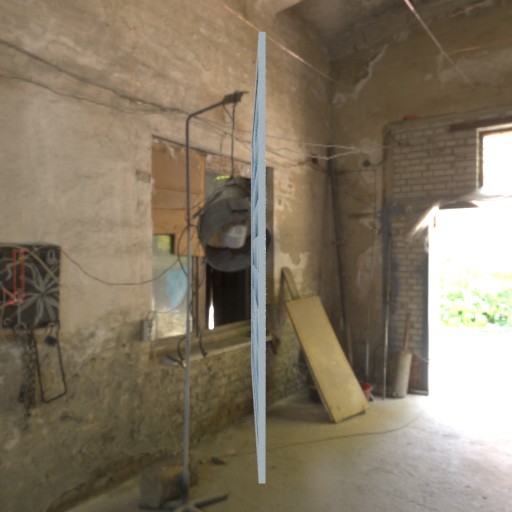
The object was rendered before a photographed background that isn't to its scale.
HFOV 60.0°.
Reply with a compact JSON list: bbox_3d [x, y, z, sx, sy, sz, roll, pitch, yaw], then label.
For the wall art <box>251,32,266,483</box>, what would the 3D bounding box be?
[{"bbox_3d":[0.000,0.000,1.199,0.012,0.809,0.809,0,1,-2],"label":"wall art"}]
